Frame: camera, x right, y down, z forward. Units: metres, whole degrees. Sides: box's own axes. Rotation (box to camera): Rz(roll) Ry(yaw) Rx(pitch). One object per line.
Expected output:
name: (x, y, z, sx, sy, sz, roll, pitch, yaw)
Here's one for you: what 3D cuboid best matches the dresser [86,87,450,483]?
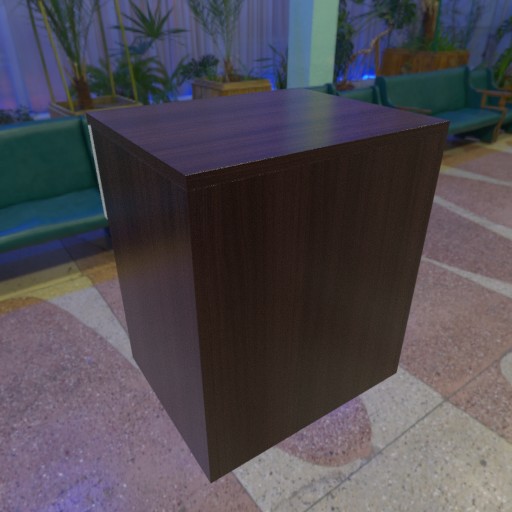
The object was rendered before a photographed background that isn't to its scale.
dresser: (0.000, 0.000, 0.757, 0.400, 0.470, 0.360, -18, 34, -29)
